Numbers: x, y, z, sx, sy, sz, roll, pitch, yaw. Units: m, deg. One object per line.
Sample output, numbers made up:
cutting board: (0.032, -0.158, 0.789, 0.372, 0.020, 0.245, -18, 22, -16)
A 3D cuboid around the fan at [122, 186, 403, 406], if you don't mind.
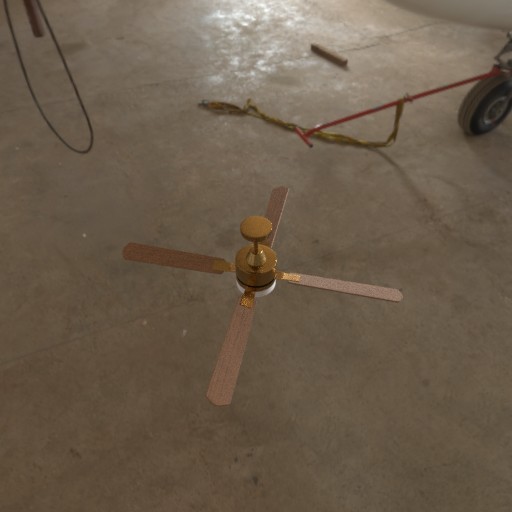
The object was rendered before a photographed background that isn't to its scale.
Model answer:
fan: (0.000, 0.000, 1.968, 1.320, 0.355, 1.320, 9, 47, 9)
